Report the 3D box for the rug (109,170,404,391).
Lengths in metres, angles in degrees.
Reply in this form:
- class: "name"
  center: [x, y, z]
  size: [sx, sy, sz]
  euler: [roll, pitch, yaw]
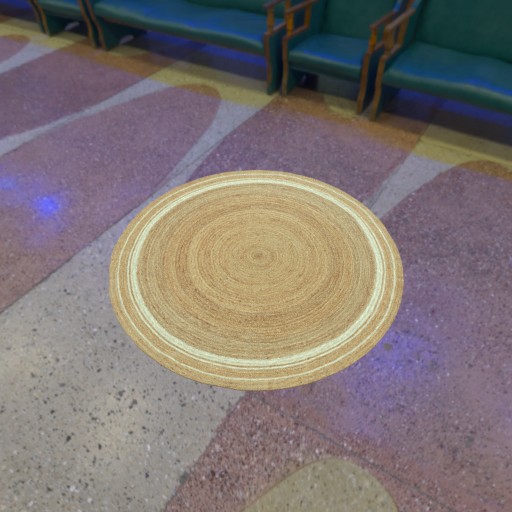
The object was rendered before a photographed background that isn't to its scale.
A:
- class: "rug"
  center: [0.000, 0.000, 3.765]
  size: [2.444, 0.015, 2.444]
  euler: [0, 47, 0]
